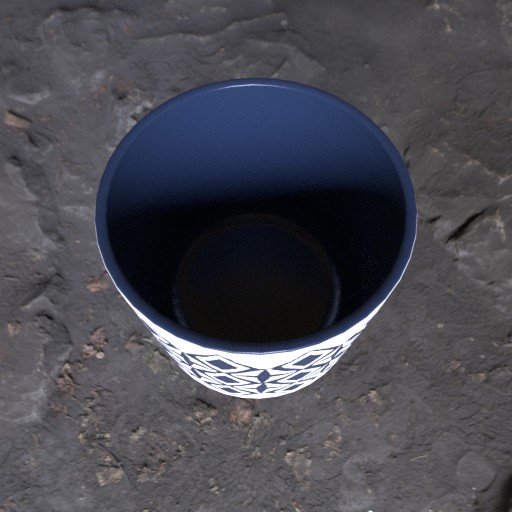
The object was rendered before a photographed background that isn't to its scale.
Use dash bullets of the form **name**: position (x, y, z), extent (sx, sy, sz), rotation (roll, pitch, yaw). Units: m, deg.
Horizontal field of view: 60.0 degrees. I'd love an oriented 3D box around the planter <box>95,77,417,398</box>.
- **planter**: position (0.000, 0.000, 0.324), extent (0.182, 0.165, 0.182), rotation (0, 65, 0)
